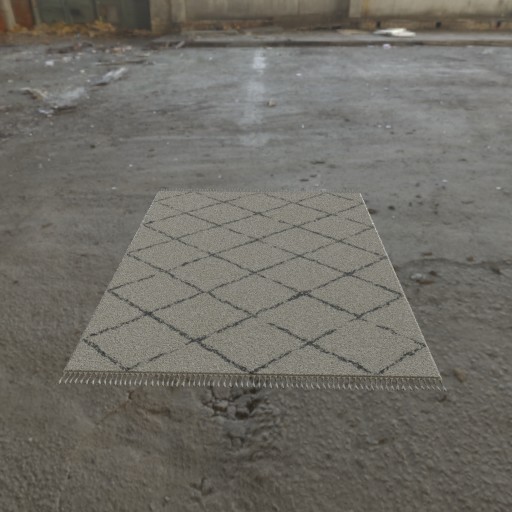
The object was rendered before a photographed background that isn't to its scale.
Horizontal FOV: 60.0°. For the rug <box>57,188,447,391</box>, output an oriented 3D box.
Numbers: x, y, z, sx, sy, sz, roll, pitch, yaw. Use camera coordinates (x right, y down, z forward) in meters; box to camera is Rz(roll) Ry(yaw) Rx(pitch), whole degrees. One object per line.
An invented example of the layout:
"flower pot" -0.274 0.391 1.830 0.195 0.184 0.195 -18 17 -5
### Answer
"rug" 0.000 0.000 3.998 2.380 0.013 3.051 1 32 1
